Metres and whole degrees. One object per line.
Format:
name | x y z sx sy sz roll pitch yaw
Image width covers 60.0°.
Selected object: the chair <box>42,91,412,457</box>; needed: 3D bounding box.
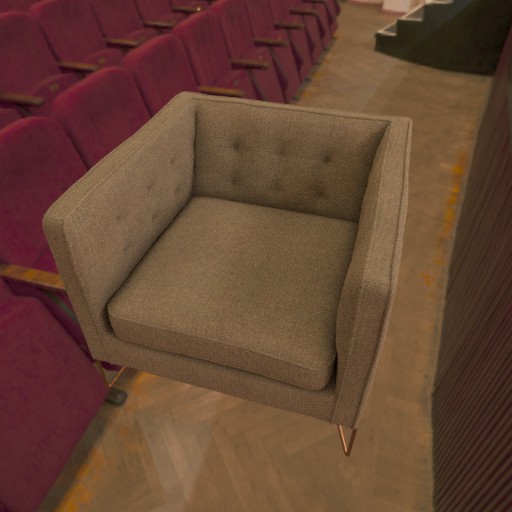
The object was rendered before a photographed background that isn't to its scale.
chair | 0.000 0.000 1.594 0.920 0.799 0.912 11 41 13
